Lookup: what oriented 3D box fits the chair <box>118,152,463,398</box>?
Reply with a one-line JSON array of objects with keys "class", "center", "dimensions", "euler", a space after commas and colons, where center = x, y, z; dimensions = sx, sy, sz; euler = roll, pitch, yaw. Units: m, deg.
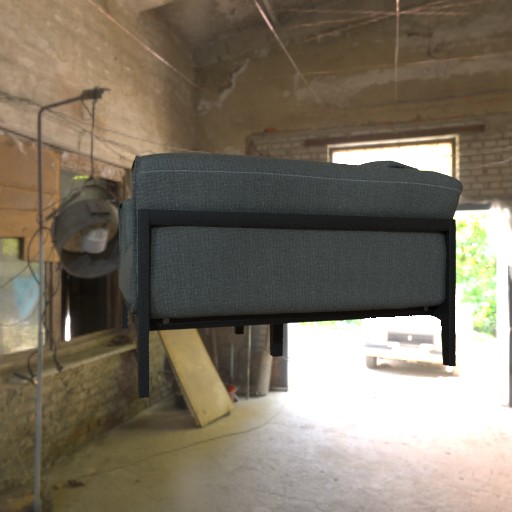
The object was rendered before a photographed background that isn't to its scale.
[{"class": "chair", "center": [0.000, 0.000, 1.647], "dimensions": [0.969, 0.646, 1.056], "euler": [0, 0, -19]}]
